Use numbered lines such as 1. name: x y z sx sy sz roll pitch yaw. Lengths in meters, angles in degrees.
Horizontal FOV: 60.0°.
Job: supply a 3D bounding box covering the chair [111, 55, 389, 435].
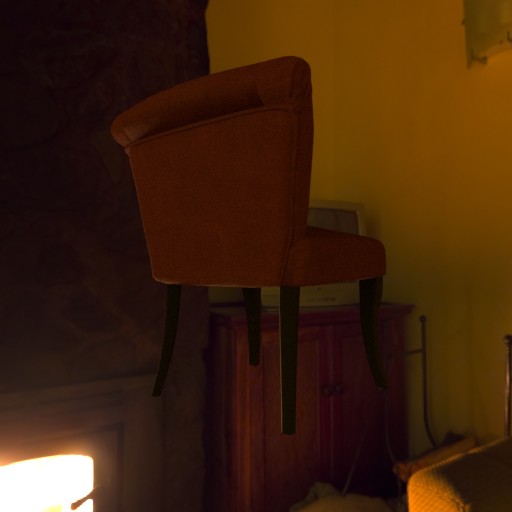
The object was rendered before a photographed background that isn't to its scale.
1. chair: 0.000 0.000 1.178 0.582 0.750 0.605 -1 -2 38
